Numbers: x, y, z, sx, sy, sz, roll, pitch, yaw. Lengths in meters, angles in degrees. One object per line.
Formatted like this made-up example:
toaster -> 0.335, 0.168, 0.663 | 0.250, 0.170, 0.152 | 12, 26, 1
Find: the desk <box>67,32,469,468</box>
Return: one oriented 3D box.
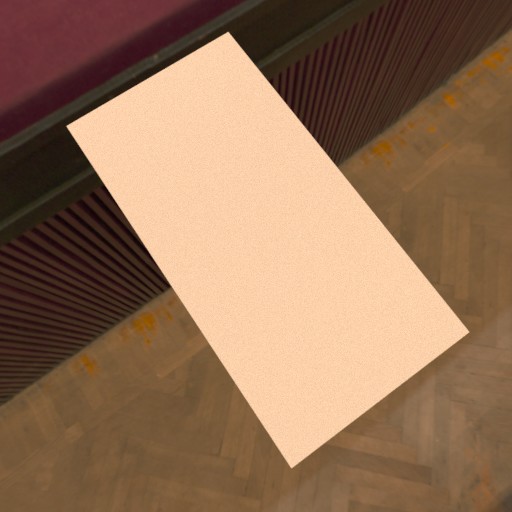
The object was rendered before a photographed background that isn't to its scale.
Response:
desk -> 0.000, 0.000, 1.553 | 0.560, 0.730, 1.100 | -34, 78, -8
